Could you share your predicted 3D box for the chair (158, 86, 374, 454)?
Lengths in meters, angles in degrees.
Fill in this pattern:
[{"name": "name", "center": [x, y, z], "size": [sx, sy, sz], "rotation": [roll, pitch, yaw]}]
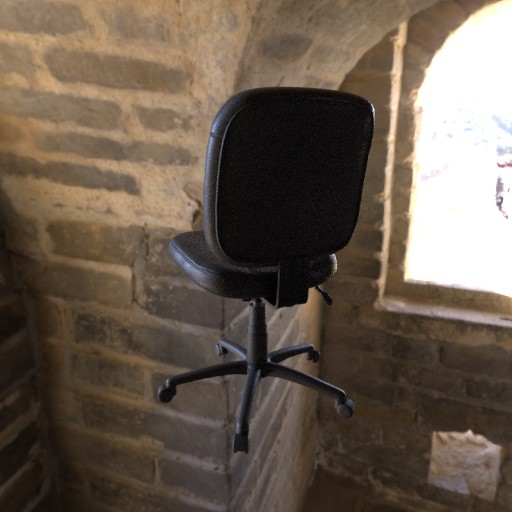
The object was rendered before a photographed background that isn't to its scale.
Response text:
[{"name": "chair", "center": [0.000, 0.000, 1.419], "size": [0.647, 0.959, 0.646], "rotation": [-7, 16, -27]}]
